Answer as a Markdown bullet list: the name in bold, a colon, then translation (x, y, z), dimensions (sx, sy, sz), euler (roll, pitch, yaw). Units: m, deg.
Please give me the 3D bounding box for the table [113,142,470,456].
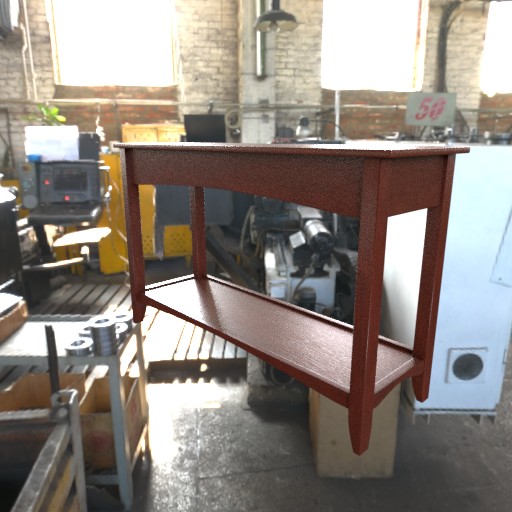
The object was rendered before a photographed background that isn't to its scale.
- **table**: translation (0.000, 0.000, 1.518), dimensions (0.392, 0.739, 1.188), euler (-14, 20, -42)
